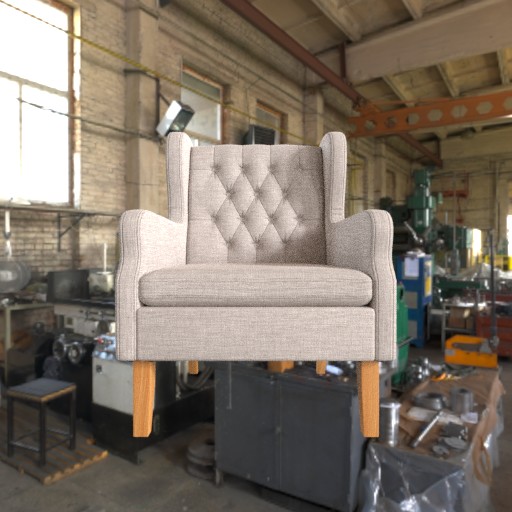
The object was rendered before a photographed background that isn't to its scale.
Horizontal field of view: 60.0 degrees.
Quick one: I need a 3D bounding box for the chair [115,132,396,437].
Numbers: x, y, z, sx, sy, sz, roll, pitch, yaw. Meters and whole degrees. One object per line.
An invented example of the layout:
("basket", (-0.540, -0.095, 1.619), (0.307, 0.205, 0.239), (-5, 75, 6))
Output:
("chair", (0.000, 0.000, 1.489), (0.710, 0.930, 0.760), (0, 1, 0))
